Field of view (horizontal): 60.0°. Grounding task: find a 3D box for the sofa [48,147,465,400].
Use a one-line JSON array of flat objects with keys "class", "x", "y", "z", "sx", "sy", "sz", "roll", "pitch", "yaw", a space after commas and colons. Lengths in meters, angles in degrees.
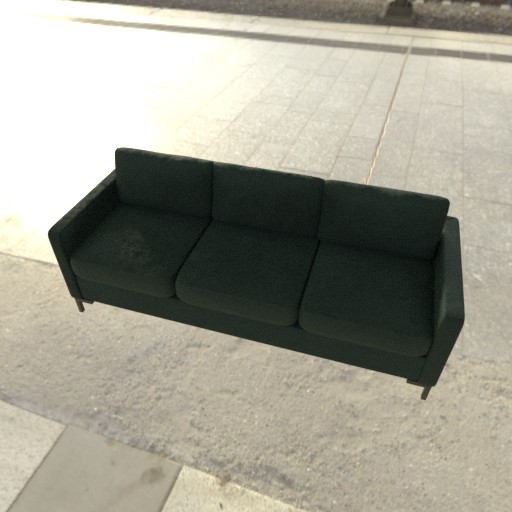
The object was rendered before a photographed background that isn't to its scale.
[{"class": "sofa", "x": 0.000, "y": 0.000, "z": 2.662, "sx": 2.218, "sy": 0.870, "sz": 0.859, "roll": 11, "pitch": 42, "yaw": 13}]
